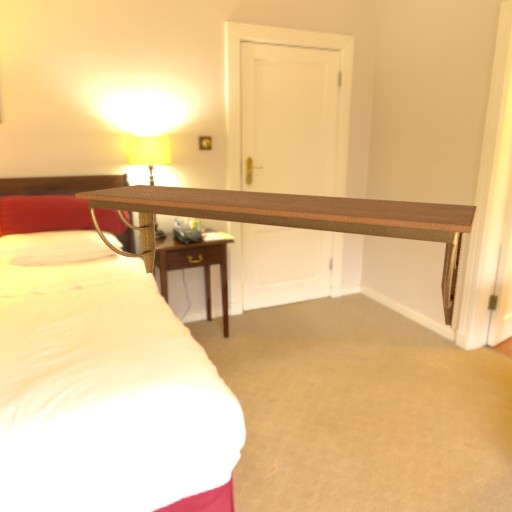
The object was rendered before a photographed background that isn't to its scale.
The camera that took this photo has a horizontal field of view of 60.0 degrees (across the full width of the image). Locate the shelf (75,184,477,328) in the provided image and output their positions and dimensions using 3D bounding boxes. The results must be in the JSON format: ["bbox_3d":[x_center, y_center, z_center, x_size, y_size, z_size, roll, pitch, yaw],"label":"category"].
[{"bbox_3d":[0.000,0.000,0.738,0.636,0.190,0.166,8,17,26],"label":"shelf"}]
